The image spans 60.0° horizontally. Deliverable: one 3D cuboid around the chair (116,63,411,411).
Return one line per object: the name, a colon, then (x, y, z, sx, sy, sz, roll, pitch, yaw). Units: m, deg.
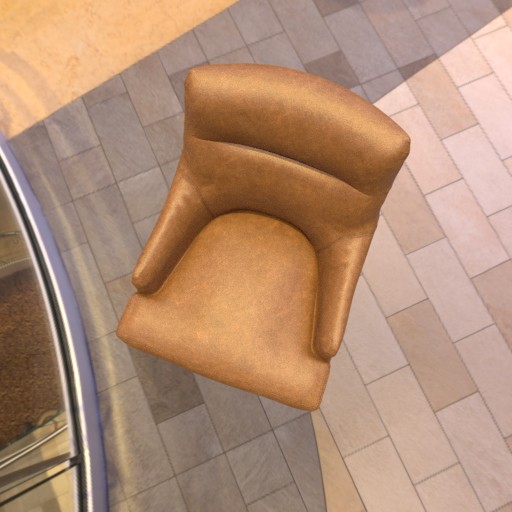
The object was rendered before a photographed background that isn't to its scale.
chair: (0.000, 0.000, 1.516, 0.729, 0.869, 0.874, 19, 77, 5)
